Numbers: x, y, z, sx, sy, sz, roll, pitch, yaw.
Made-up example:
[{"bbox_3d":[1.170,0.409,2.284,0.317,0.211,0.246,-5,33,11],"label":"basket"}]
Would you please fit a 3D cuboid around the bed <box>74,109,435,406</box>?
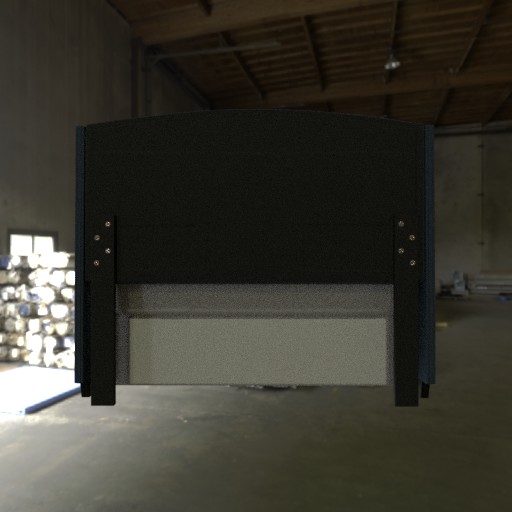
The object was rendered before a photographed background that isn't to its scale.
[{"bbox_3d":[0.000,0.000,3.188,1.710,1.407,2.237,0,0,0],"label":"bed"}]
